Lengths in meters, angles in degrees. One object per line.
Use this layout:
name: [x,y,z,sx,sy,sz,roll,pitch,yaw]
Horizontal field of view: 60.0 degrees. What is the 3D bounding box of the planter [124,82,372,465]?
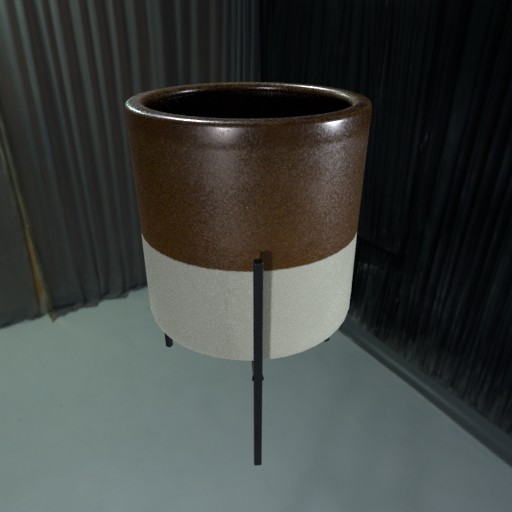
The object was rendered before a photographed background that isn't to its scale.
planter: [0.000,0.000,0.546,0.269,0.375,0.255,-18,33,-30]
